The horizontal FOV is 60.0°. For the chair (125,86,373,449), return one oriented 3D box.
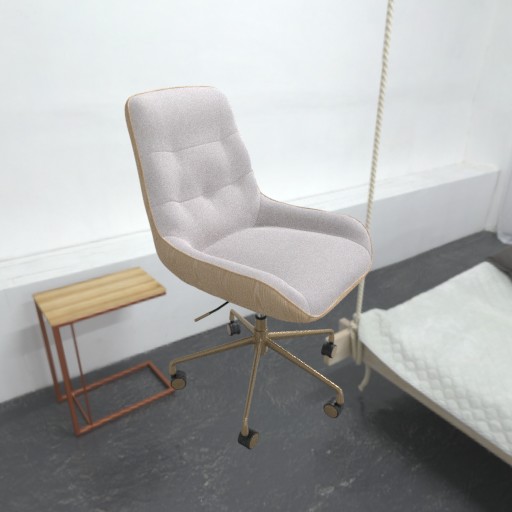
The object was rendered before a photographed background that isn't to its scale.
[{"bbox_3d":[0.000,0.000,1.376,0.668,0.952,0.564,17,31,32],"label":"chair"}]
